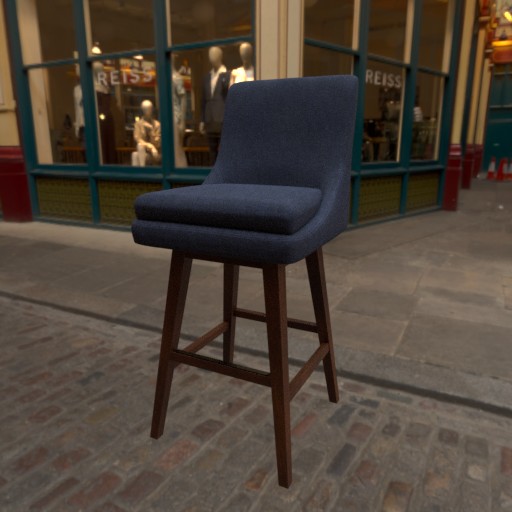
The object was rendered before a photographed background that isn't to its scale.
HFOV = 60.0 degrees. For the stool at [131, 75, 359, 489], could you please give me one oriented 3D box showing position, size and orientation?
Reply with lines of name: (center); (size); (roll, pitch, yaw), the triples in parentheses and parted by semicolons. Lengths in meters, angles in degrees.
stool: (0.000, 0.000, 1.350); (0.489, 1.068, 0.572); (7, 17, 26)
